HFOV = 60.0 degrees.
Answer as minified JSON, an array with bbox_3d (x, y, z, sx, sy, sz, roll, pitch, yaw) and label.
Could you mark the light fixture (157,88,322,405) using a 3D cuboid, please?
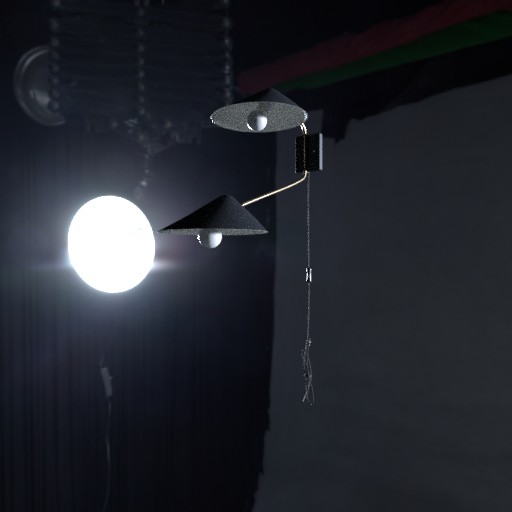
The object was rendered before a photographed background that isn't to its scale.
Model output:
[{"bbox_3d":[0.000,0.000,0.848,0.189,0.665,0.422,0,0,38],"label":"light fixture"}]
